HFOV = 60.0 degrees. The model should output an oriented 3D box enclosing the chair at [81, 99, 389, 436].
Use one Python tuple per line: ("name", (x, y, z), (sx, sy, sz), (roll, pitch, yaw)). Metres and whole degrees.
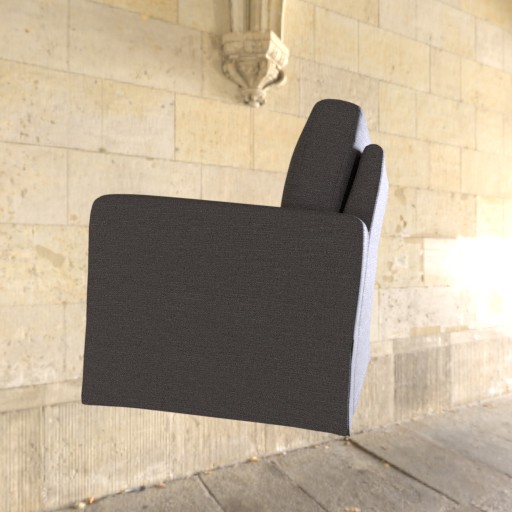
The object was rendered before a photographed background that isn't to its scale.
("chair", (0.000, 0.000, 1.519), (0.863, 0.855, 0.798), (0, 0, 18))
